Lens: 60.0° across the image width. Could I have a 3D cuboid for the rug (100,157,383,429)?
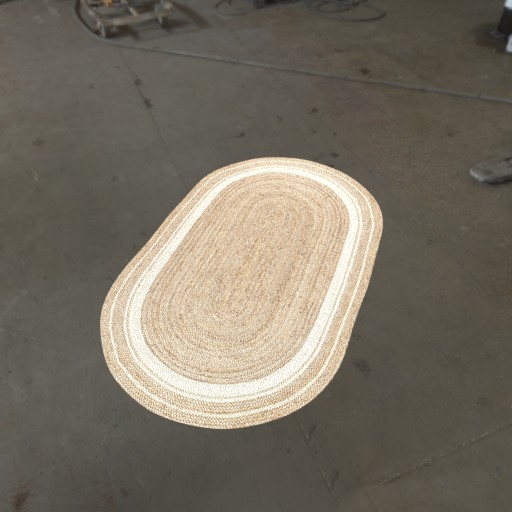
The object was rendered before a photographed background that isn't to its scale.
[{"bbox_3d":[0.000,0.000,3.010,1.520,0.006,2.432,17,48,15],"label":"rug"}]
